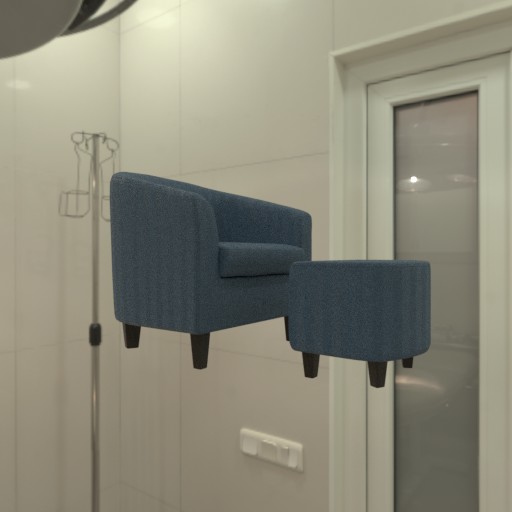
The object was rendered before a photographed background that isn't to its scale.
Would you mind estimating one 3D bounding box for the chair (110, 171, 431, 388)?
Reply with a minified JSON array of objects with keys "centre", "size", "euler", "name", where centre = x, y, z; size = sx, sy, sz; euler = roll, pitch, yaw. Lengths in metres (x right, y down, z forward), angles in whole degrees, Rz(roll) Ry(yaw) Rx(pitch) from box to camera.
[{"centre":[0.000,0.000,1.720],"size":[1.288,0.757,0.756],"euler":[0,0,36],"name":"chair"}]
